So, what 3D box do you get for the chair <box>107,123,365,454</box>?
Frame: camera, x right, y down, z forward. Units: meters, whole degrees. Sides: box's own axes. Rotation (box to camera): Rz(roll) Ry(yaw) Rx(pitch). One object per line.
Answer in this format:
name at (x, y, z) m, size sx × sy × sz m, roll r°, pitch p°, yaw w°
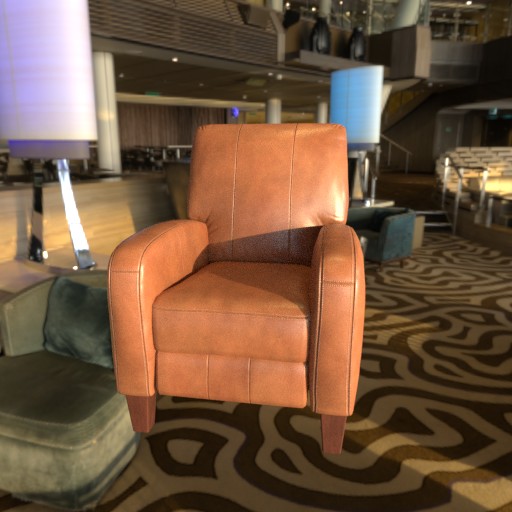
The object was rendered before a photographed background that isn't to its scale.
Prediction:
chair at (0.000, 0.000, 1.670) m, size 0.762 × 0.990 × 0.990 m, roll 2°, pitch 14°, yaw 9°
